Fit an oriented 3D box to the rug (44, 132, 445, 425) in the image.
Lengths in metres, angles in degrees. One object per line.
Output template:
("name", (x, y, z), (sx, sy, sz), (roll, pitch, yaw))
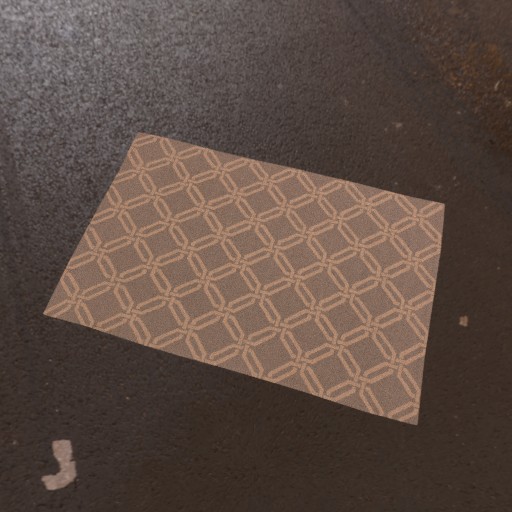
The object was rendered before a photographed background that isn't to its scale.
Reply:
("rug", (0.000, 0.000, 2.200), (1.754, 0.010, 1.148), (15, 65, 7))
